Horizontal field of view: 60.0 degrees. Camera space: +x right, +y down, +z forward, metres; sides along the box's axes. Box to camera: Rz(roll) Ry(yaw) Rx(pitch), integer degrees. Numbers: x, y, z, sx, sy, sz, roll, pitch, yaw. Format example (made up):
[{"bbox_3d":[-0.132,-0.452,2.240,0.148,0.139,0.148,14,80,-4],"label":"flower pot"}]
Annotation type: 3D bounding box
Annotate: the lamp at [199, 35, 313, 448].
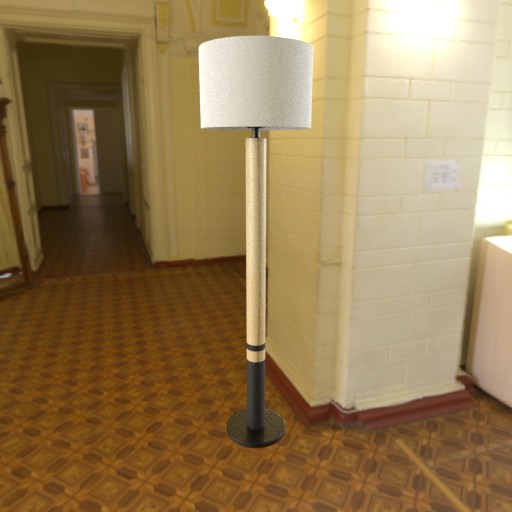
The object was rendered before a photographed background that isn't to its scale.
[{"bbox_3d":[0.000,0.000,1.659,0.381,1.478,0.381,7,16,26],"label":"lamp"}]
